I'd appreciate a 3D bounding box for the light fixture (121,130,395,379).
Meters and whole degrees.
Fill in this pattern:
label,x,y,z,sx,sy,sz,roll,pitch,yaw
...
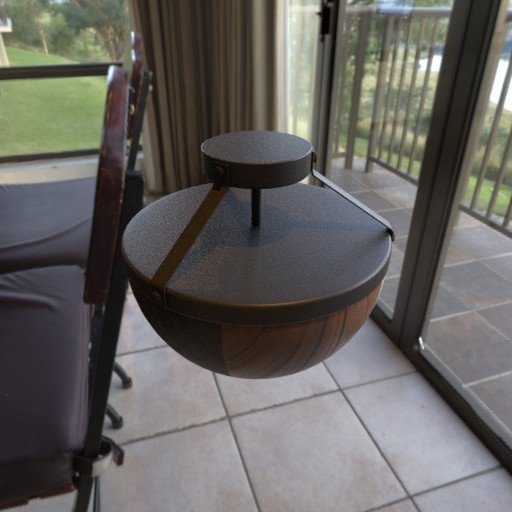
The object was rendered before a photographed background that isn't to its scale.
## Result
label,x,y,z,sx,sy,sz,roll,pitch,yaw
light fixture,0.000,0.000,0.532,0.304,0.269,0.304,0,31,0
